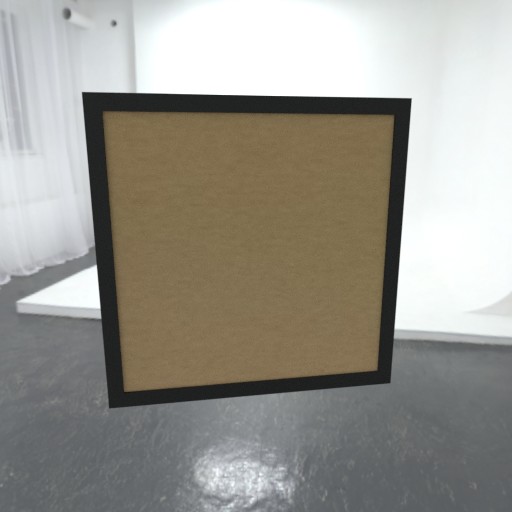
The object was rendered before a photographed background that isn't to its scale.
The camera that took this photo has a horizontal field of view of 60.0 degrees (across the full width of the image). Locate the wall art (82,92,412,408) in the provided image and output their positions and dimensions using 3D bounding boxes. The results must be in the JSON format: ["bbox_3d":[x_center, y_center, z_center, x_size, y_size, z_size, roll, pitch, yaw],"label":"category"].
[{"bbox_3d":[0.000,0.000,0.522,0.358,0.357,0.012,-2,13,-9],"label":"wall art"}]
